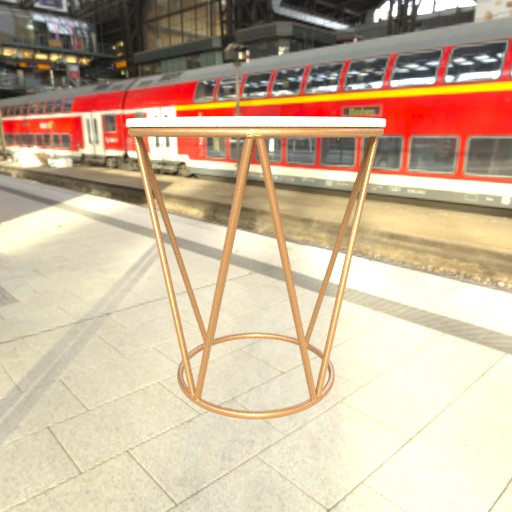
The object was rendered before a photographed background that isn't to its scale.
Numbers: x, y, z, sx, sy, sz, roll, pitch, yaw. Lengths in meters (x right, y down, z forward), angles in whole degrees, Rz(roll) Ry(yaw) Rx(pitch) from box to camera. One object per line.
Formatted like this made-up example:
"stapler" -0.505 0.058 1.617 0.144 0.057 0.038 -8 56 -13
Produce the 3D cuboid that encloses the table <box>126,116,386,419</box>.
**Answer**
"table" 0.000 0.000 0.962 0.500 0.564 0.500 0 16 0
